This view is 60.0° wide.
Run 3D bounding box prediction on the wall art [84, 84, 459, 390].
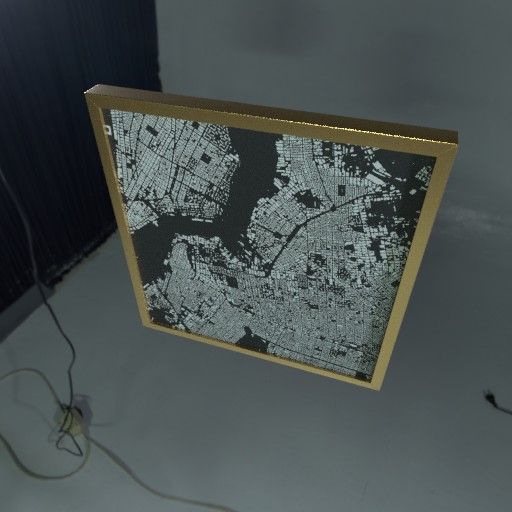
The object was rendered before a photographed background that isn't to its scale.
[{"bbox_3d":[0.000,0.000,0.452,0.305,0.305,0.023,12,42,14],"label":"wall art"}]
